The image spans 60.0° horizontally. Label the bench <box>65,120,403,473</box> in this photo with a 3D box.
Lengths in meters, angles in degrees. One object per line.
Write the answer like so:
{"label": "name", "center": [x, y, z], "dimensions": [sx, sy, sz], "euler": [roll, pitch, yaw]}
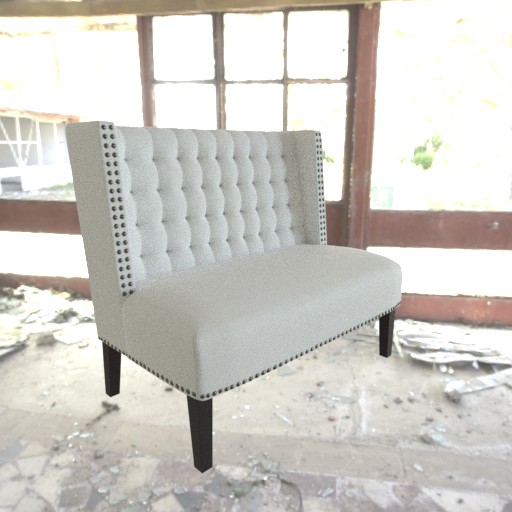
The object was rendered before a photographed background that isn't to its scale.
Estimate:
{"label": "bench", "center": [0.000, 0.000, 1.980], "dimensions": [1.280, 1.123, 0.847], "euler": [-13, 19, -43]}
